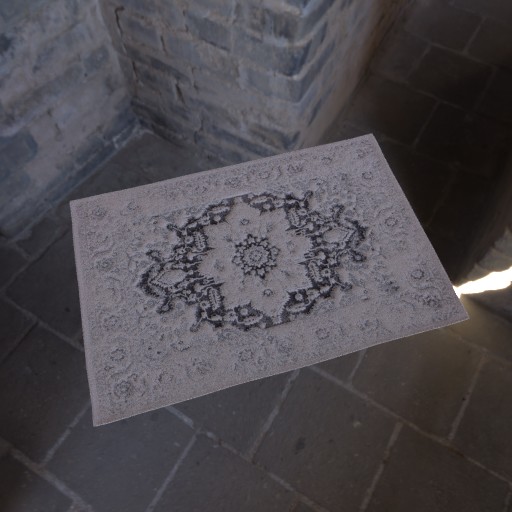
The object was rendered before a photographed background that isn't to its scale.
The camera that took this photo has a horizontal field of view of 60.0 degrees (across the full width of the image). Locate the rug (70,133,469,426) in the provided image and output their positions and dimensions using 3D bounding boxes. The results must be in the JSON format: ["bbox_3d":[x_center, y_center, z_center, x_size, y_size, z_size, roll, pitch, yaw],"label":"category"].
[{"bbox_3d":[0.000,0.000,2.301,1.813,0.008,1.223,-14,63,-7],"label":"rug"}]
